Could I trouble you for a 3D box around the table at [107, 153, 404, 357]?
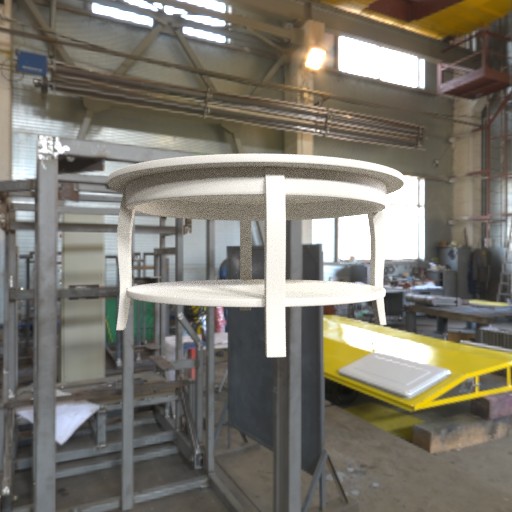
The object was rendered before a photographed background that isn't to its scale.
[{"bbox_3d":[0.000,0.000,1.434,0.910,0.457,0.910,0,0,0],"label":"table"}]
